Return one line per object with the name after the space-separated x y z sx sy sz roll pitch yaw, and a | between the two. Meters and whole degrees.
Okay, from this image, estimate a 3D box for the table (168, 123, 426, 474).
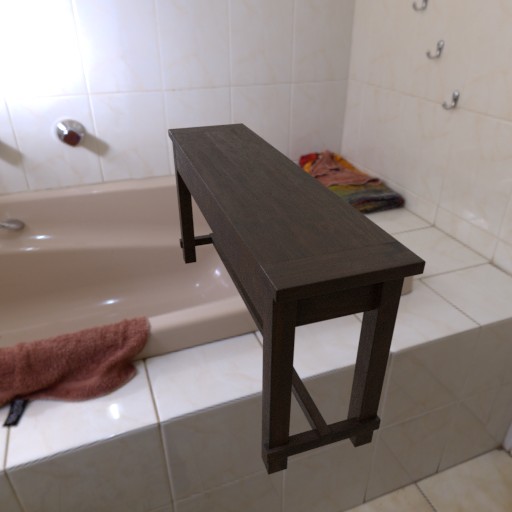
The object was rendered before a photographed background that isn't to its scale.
0.000 0.000 1.932 0.442 0.762 1.599 -10 31 -16 | table
